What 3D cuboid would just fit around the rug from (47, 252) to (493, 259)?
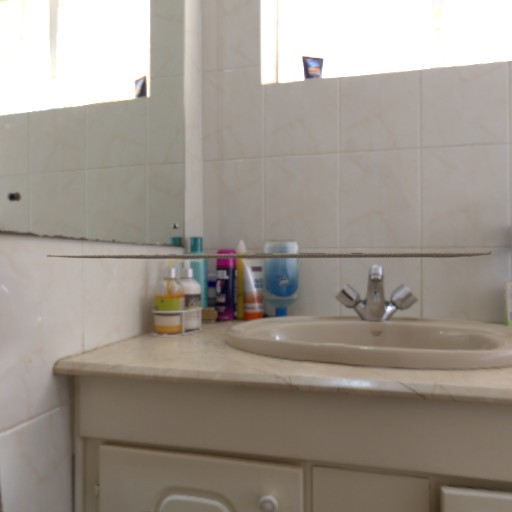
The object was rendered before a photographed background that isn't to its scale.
[{"bbox_3d":[0.000,0.000,2.533,2.301,0.017,0.692,0,-1,17],"label":"rug"}]
